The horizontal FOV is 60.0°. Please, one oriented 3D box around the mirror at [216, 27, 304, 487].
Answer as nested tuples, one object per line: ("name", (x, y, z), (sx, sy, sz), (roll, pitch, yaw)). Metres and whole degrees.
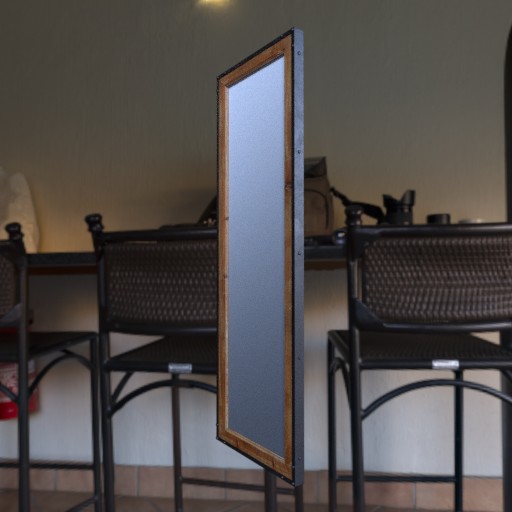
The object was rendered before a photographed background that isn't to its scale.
("mirror", (0.000, 0.000, 1.184), (0.042, 1.080, 0.354), (1, -1, -36))
